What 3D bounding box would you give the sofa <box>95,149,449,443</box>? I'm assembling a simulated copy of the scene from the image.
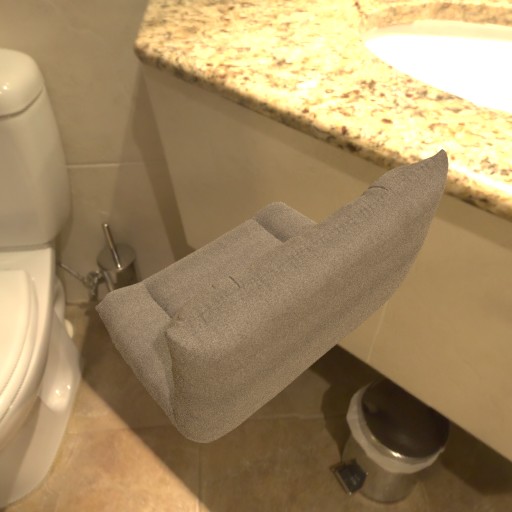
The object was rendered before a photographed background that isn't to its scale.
[{"bbox_3d":[0.000,0.000,1.717,1.144,0.795,0.847,-32,54,-27],"label":"sofa"}]
